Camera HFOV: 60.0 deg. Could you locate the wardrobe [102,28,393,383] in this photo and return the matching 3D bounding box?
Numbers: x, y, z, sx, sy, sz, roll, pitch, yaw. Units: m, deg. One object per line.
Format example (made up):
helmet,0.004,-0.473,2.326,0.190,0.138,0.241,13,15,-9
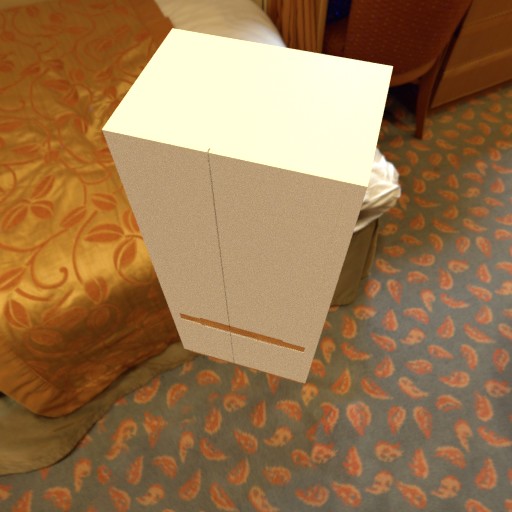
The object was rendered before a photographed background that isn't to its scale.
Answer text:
wardrobe,0.000,0.000,2.380,0.860,2.040,0.600,14,59,9
